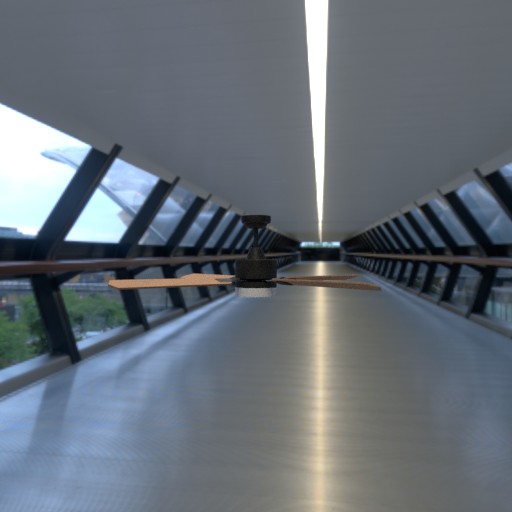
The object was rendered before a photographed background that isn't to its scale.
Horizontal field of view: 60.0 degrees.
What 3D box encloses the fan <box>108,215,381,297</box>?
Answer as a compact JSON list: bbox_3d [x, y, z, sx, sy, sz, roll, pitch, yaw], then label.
[{"bbox_3d":[0.000,0.000,1.981,1.320,0.355,1.320,1,-1,-37],"label":"fan"}]
